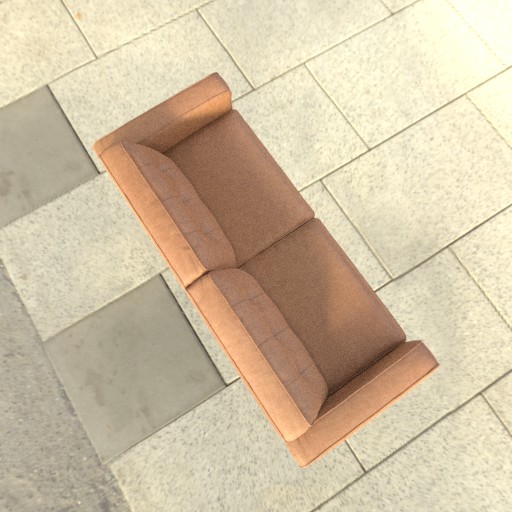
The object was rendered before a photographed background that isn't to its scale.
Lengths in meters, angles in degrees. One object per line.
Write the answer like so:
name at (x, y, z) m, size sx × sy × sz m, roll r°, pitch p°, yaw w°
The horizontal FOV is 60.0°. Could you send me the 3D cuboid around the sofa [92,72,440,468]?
sofa at (0.000, 0.000, 2.741) m, size 0.953 × 0.780 × 2.270 m, roll -34°, pitch 78°, yaw -8°
